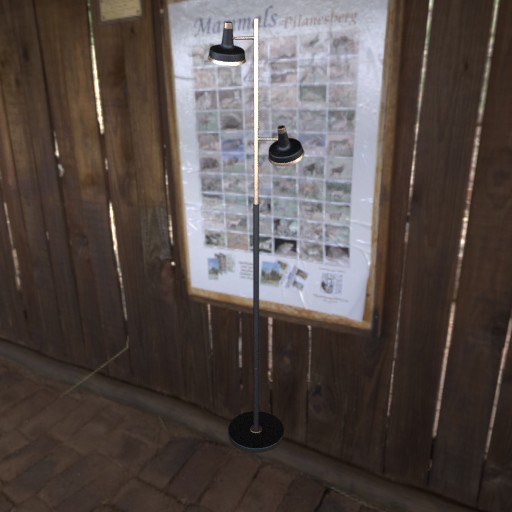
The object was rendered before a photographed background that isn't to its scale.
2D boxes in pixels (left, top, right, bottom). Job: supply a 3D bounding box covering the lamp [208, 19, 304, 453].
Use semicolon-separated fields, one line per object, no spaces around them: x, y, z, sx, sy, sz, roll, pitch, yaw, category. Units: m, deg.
0.000;0.000;1.747;0.351;1.674;0.253;3;18;9;lamp
